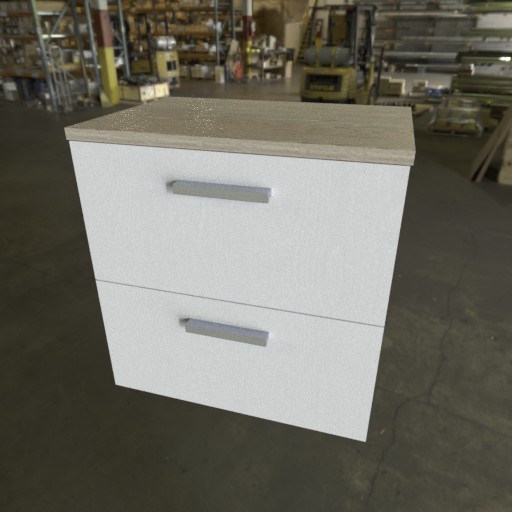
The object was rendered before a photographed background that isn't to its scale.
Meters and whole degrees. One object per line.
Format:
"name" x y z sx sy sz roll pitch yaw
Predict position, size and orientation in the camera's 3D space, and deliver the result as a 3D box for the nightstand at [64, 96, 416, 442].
"nightstand" 0.000 0.000 0.759 0.442 0.461 0.325 8 28 15
